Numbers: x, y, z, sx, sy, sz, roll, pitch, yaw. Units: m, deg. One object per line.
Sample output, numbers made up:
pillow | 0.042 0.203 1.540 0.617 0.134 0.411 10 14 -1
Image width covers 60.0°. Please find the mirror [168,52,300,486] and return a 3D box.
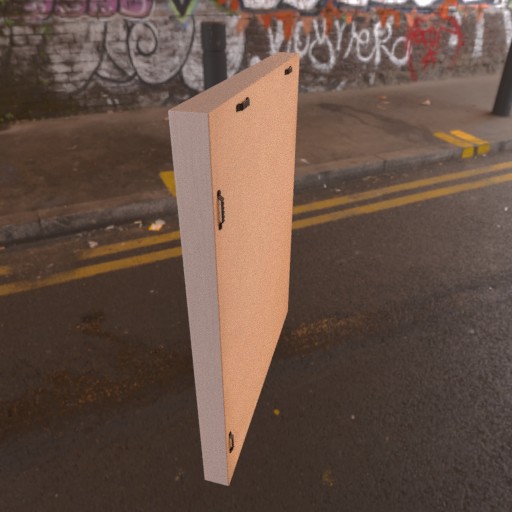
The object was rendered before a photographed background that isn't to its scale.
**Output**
mirror | 0.000 0.000 0.657 0.041 0.508 0.405 8 32 13
